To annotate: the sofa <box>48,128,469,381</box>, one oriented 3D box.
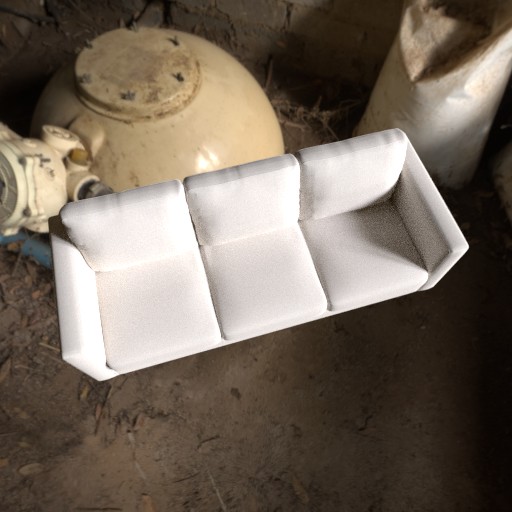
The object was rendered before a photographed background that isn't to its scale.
[{"bbox_3d":[0.000,0.000,2.463,2.029,0.912,0.802,-14,64,-7],"label":"sofa"}]
